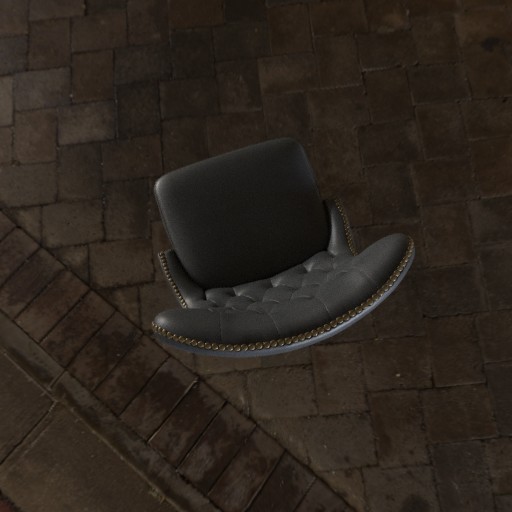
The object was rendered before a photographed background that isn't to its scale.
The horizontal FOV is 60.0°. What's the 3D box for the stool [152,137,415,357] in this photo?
[{"bbox_3d":[0.000,0.000,1.302,0.528,0.971,0.593,-18,76,-5],"label":"stool"}]
